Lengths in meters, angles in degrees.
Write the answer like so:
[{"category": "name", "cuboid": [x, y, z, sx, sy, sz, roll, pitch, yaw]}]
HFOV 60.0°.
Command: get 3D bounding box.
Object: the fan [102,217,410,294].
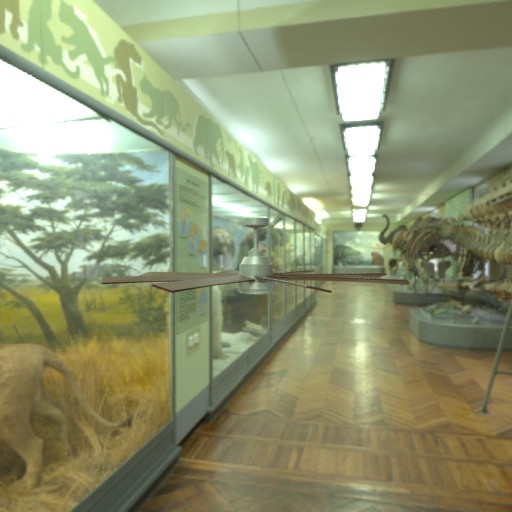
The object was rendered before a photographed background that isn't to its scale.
[{"category": "fan", "cuboid": [0.000, 0.000, 2.782, 1.830, 0.472, 1.830, 0, 1, -18]}]
